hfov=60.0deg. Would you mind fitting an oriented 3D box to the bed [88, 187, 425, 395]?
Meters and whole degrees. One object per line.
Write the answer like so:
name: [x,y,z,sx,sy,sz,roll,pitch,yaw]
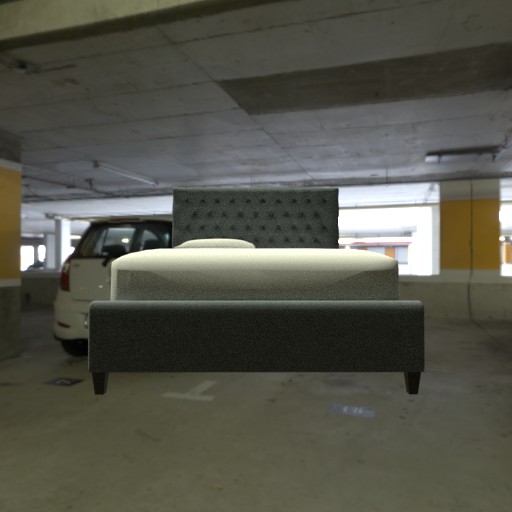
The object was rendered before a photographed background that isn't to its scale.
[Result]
bed: [0.000,0.000,3.371,1.698,1.411,2.335,0,0,0]
